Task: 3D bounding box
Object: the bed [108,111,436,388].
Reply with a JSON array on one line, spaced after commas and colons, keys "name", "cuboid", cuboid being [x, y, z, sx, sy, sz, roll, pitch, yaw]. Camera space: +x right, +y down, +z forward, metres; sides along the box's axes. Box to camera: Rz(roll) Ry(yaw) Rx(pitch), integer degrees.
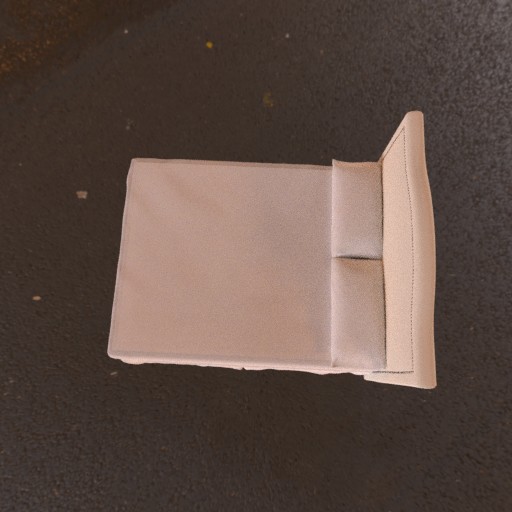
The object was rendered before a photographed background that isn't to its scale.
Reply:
[{"name": "bed", "cuboid": [0.000, 0.000, 3.317, 2.143, 1.460, 1.753, 3, 76, 1]}]
